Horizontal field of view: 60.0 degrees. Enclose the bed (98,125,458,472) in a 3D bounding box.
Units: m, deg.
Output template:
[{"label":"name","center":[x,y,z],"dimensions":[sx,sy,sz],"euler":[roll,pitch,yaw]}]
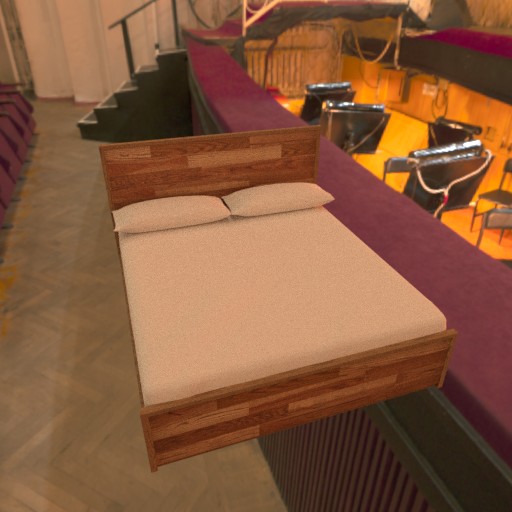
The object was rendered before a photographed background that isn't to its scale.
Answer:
[{"label":"bed","center":[0.000,0.000,3.388],"dimensions":[2.013,1.295,2.184],"euler":[-10,32,-16]}]
